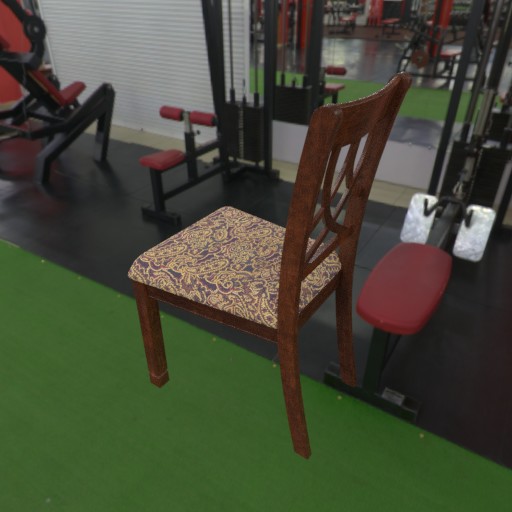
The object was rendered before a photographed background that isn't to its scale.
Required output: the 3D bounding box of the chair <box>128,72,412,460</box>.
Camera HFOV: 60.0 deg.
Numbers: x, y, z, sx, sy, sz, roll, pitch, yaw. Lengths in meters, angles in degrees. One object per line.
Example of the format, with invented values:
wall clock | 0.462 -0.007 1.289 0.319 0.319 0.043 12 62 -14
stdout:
chair | 0.000 0.000 1.243 0.584 0.965 0.457 20 37 29
